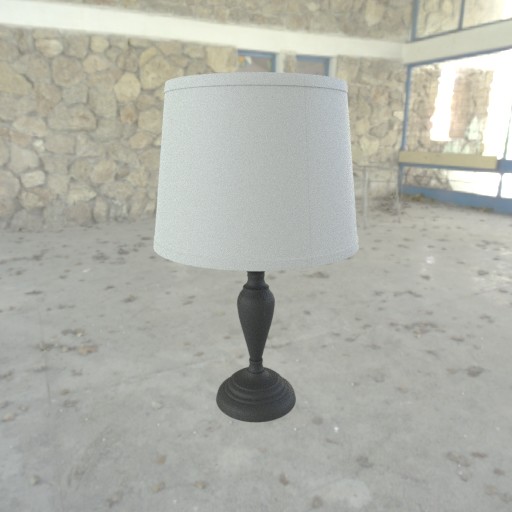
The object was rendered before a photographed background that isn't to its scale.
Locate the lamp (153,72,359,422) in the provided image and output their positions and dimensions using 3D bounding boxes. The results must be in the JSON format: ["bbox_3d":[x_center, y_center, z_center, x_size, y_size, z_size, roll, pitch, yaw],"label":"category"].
[{"bbox_3d":[0.000,0.000,0.691,0.310,0.501,0.310,0,15,0],"label":"lamp"}]
